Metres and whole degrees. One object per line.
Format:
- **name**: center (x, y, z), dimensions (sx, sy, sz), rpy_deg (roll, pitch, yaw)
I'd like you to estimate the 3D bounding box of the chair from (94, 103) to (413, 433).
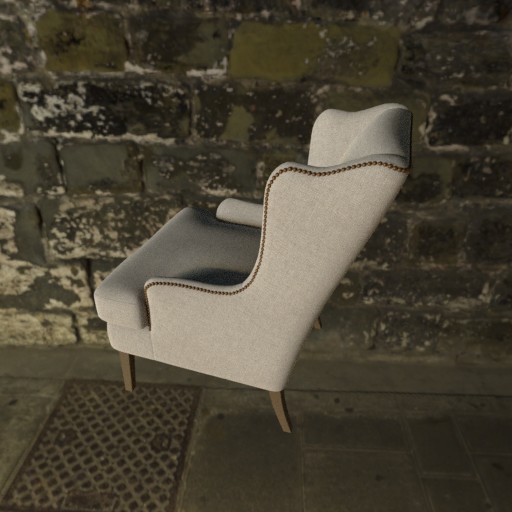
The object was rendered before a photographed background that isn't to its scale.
- **chair**: center (0.000, 0.000, 1.630), dimensions (0.940, 1.029, 0.737), rpy_deg (9, 31, 15)
